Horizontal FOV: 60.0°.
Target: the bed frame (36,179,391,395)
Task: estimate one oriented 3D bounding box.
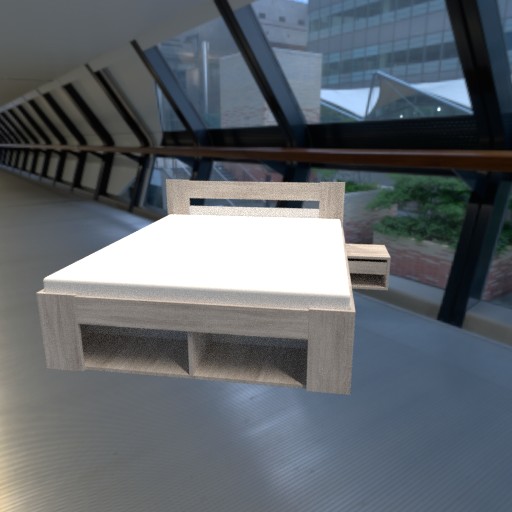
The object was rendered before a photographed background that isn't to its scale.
[{"bbox_3d":[0.000,0.000,3.184,2.040,0.860,2.050,2,16,9],"label":"bed frame"}]
